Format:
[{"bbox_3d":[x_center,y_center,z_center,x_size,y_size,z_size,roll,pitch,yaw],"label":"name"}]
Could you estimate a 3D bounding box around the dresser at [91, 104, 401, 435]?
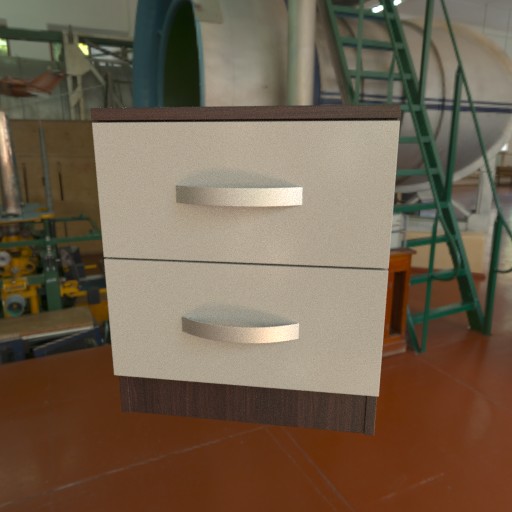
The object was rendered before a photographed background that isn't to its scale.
[{"bbox_3d":[0.000,0.000,0.767,0.400,0.470,0.360,2,15,8],"label":"dresser"}]
